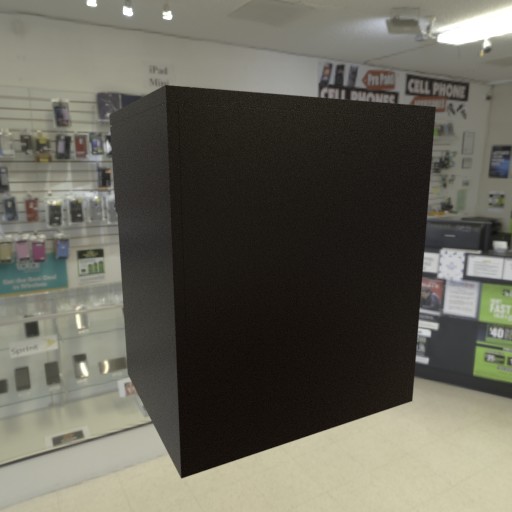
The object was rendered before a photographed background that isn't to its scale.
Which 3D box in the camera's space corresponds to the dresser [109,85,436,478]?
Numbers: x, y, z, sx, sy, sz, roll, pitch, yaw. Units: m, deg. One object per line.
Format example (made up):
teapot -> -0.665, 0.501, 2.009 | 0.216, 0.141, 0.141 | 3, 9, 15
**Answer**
dresser -> 0.000, 0.000, 0.756 | 0.400, 0.470, 0.360 | -6, 13, -27
